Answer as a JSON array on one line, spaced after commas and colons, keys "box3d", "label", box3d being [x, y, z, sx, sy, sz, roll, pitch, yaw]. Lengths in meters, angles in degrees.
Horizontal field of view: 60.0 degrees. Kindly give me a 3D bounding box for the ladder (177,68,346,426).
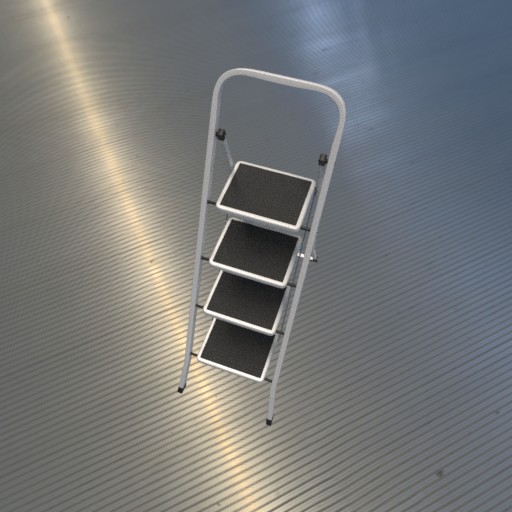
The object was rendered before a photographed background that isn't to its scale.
[{"box3d": [0.000, 0.000, 1.713, 0.460, 1.265, 0.914, 17, 60, 10], "label": "ladder"}]
